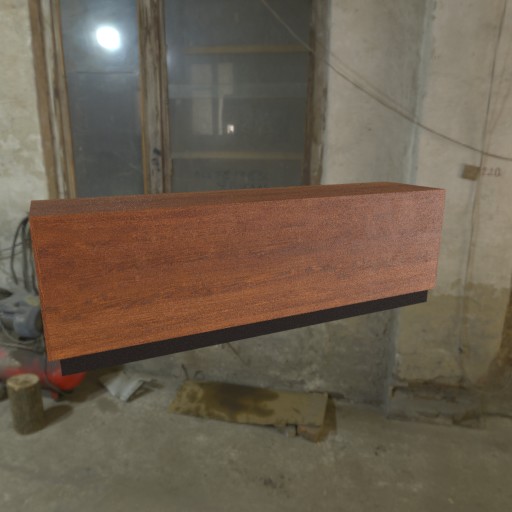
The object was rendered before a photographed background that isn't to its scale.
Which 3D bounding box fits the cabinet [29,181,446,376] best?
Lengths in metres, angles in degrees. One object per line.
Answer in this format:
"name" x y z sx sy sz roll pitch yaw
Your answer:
"cabinet" 0.000 0.000 1.817 1.600 0.510 0.419 -7 17 -24
